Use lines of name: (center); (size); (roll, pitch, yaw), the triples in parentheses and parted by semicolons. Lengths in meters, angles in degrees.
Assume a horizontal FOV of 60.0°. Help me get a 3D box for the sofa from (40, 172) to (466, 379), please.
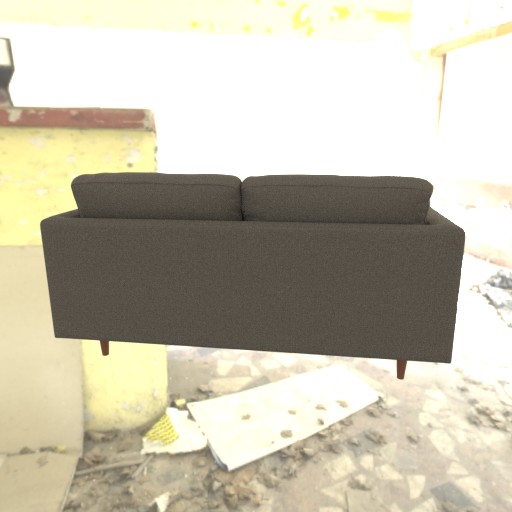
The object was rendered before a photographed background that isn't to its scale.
sofa: (0.000, 0.000, 2.231); (1.713, 0.866, 0.940); (2, 15, 9)
